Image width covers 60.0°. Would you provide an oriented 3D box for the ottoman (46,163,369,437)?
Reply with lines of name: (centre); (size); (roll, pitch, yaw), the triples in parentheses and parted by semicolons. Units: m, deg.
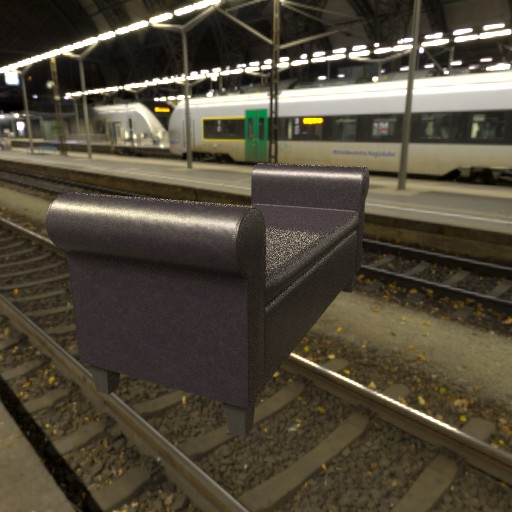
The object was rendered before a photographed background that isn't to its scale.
ottoman: (0.000, 0.000, 1.536); (0.521, 0.547, 1.256); (7, 17, 24)
